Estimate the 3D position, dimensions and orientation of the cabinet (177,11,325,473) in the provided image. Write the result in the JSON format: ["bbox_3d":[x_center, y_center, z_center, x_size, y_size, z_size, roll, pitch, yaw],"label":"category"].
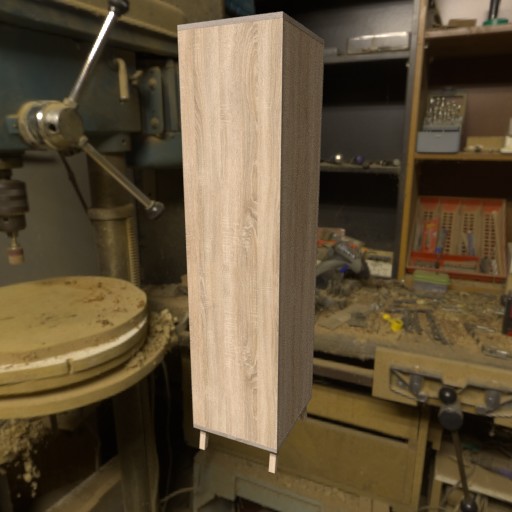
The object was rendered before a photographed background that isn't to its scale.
[{"bbox_3d":[0.000,0.000,2.134,0.450,1.960,0.510,7,16,24],"label":"cabinet"}]
